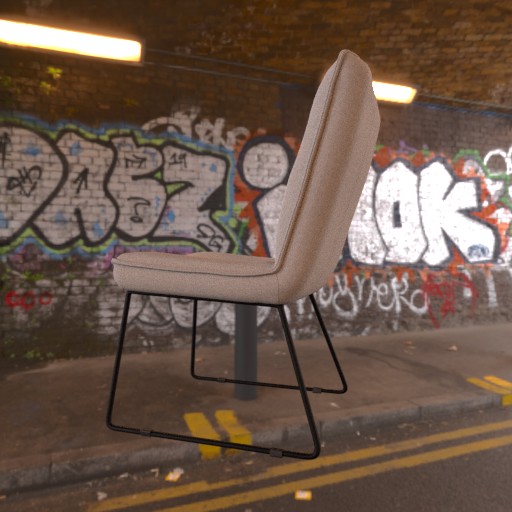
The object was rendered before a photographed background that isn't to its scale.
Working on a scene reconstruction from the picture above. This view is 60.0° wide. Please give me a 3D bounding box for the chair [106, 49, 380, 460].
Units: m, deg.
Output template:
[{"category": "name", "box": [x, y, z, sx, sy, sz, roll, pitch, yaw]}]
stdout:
[{"category": "chair", "box": [0.000, 0.000, 1.310, 0.688, 0.930, 0.515, 0, 1, 19]}]
